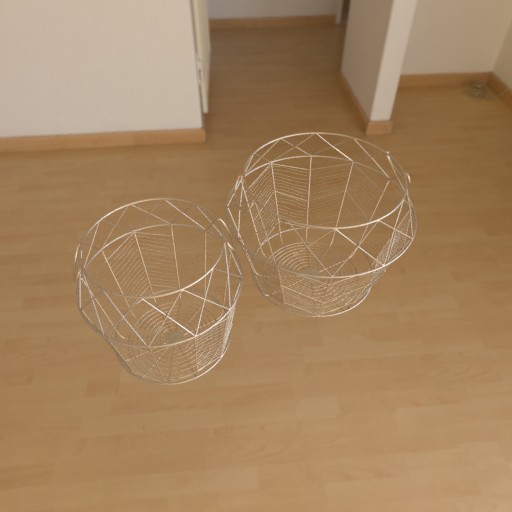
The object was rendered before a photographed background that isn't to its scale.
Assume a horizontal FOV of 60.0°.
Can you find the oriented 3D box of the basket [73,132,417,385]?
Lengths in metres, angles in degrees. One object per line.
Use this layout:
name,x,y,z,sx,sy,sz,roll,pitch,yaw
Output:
basket,0.000,0.000,1.051,0.805,0.343,0.451,-23,50,-21
